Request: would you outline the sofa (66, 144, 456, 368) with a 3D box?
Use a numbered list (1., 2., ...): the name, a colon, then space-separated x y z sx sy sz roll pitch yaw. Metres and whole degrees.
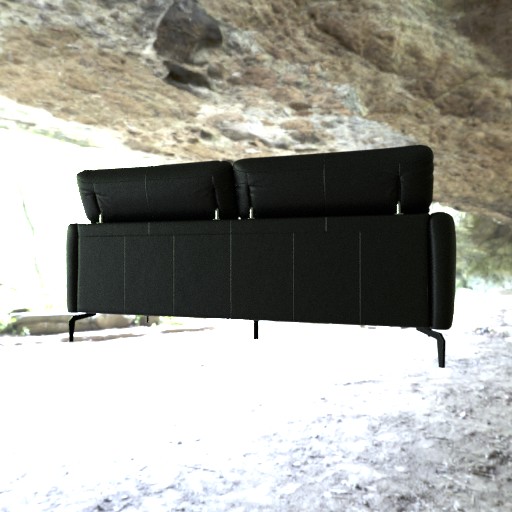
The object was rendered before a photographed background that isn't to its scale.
1. sofa: 0.000 0.000 2.547 2.069 0.957 0.856 0 0 18
